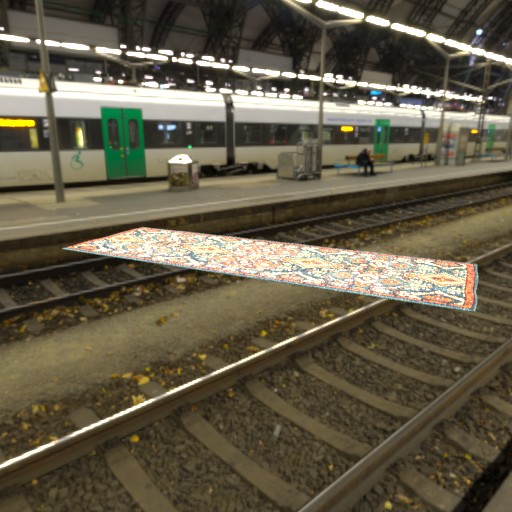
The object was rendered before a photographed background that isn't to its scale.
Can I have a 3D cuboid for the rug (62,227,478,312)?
[{"bbox_3d":[0.000,0.000,2.728,2.459,0.010,0.801,7,17,25],"label":"rug"}]
